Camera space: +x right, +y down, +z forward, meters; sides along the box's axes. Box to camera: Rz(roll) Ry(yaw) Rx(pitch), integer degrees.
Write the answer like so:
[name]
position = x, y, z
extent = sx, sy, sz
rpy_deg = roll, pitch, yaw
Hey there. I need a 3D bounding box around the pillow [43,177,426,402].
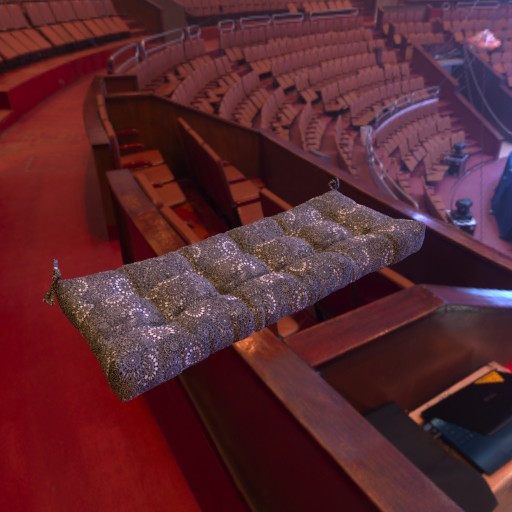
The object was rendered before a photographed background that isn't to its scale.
[pillow]
position = 0.000, 0.000, 1.399
extent = 1.194, 0.174, 0.511
rpy_deg = -22, 37, -32
